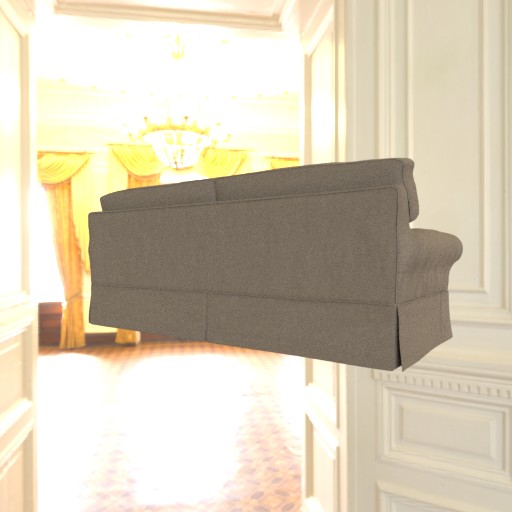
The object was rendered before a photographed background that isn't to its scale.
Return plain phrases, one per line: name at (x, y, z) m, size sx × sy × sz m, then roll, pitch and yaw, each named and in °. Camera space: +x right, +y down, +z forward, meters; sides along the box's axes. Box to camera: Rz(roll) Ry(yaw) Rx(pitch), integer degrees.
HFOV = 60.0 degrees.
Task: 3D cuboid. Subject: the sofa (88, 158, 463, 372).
sofa at (0.000, 0.000, 2.801) m, size 2.248 × 0.943 × 0.991 m, roll 0°, pitch 1°, yaw 35°
